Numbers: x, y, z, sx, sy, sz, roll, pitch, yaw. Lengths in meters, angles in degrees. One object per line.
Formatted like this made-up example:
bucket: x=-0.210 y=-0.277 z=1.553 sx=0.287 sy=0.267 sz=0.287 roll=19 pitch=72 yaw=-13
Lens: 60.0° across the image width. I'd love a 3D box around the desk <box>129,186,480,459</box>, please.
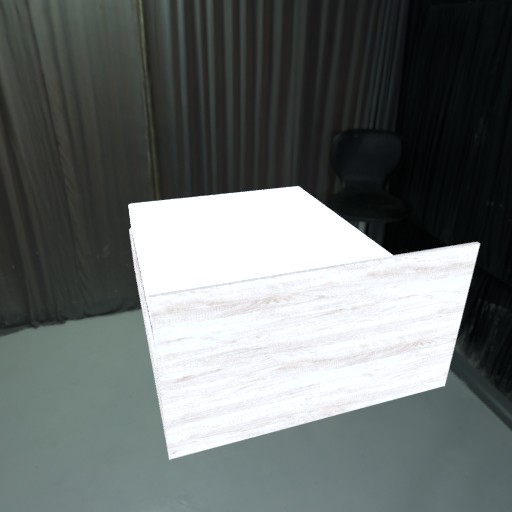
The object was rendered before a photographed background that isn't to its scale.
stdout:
desk: x=0.000 y=0.000 z=2.693 sx=1.400 sy=0.800 sz=1.900 roll=-8 pitch=28 yaw=-16
